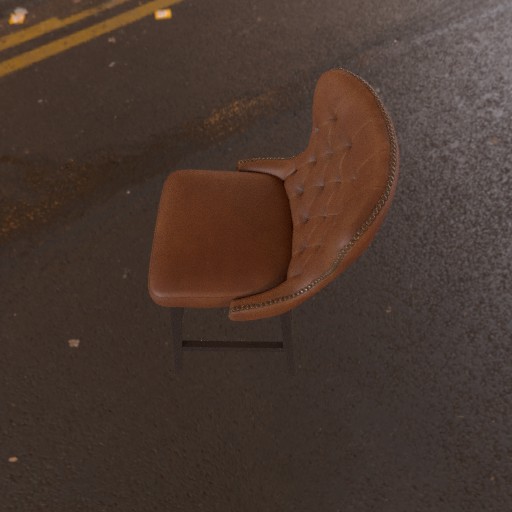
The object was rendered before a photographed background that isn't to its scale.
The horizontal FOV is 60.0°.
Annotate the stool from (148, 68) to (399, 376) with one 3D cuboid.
[{"bbox_3d":[0.000,0.000,1.325,0.593,0.971,0.528,1,58,0],"label":"stool"}]
